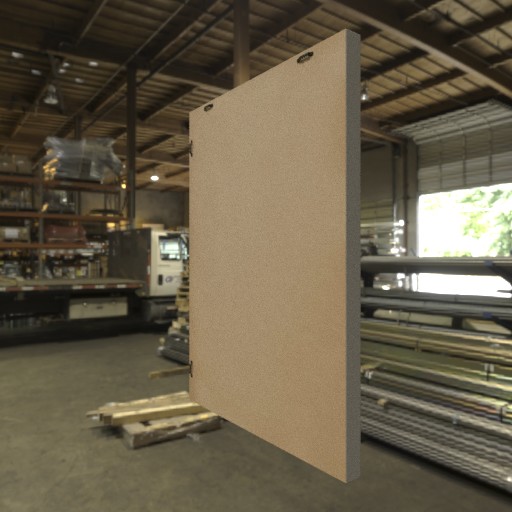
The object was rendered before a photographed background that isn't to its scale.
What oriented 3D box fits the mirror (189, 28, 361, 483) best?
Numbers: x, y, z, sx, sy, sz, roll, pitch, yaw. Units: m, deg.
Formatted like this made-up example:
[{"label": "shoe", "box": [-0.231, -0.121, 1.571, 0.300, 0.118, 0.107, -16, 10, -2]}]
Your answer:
[{"label": "mirror", "box": [0.000, 0.000, 0.903, 0.040, 0.710, 0.507, 0, 0, -37]}]
